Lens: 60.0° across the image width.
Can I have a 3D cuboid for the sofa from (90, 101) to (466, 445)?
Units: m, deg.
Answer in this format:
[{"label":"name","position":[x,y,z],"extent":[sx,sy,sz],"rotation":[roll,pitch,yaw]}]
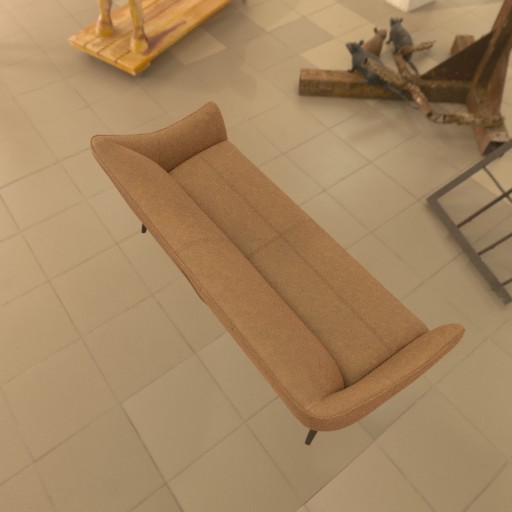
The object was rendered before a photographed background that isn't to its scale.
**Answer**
[{"label":"sofa","position":[0.000,0.000,2.330],"extent":[0.869,0.830,1.928],"rotation":[-33,62,-20]}]
